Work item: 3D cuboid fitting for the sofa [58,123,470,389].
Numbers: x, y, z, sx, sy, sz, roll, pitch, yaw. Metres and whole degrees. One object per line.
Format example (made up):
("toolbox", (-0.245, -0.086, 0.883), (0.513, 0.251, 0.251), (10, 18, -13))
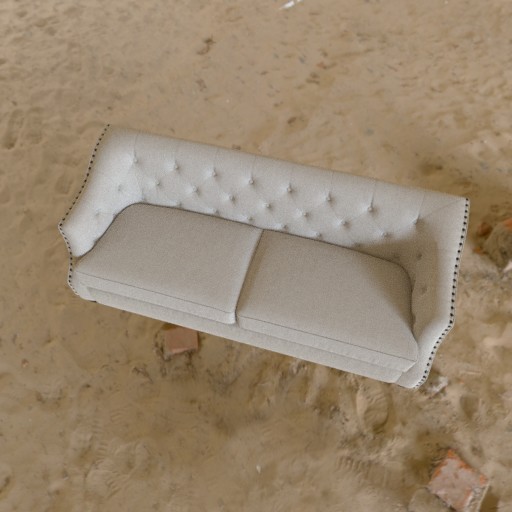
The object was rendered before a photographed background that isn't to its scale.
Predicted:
("sofa", (0.000, 0.000, 2.739), (2.235, 0.901, 0.914), (14, 58, 9))
